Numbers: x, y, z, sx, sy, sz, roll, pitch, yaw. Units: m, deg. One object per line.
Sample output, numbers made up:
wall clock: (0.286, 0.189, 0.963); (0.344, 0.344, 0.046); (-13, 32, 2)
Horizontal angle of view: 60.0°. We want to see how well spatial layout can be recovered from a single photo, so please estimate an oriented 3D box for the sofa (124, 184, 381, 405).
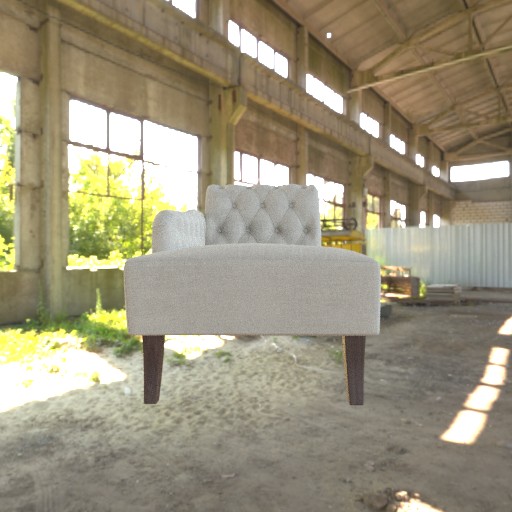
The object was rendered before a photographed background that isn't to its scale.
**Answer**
sofa: (0.000, 0.000, 1.821); (0.675, 0.787, 1.379); (0, 0, 1)
